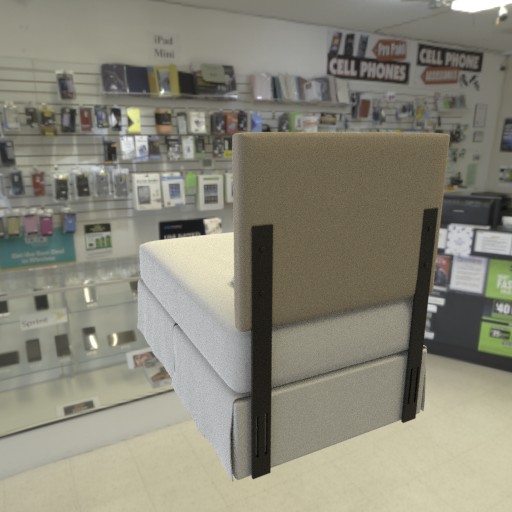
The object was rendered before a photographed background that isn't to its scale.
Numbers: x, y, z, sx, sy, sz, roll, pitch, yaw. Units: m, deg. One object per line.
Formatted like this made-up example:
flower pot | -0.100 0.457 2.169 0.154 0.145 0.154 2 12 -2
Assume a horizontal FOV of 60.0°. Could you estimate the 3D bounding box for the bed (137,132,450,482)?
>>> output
bed | 0.000 0.000 2.947 1.261 1.571 1.997 -7 17 -26
